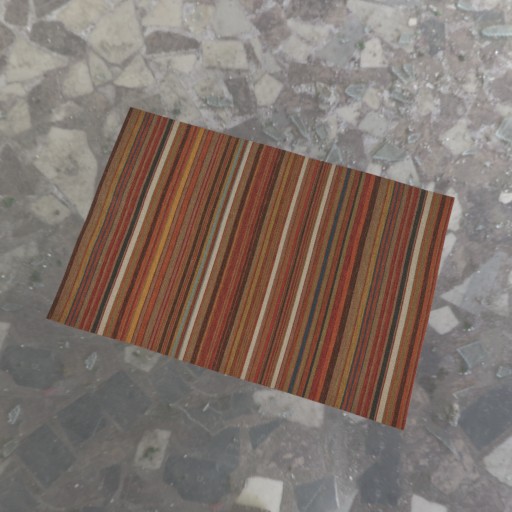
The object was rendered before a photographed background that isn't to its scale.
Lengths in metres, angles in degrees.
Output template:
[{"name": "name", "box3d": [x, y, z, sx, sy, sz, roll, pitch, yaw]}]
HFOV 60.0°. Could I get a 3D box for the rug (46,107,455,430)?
[{"name": "rug", "box3d": [0.000, 0.000, 2.271, 1.828, 0.007, 1.217, 16, 78, 4]}]
